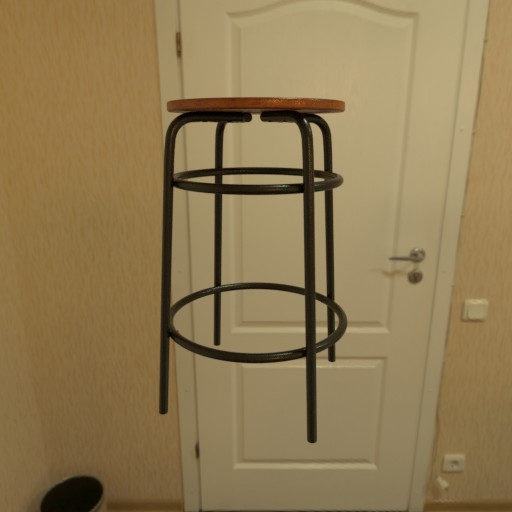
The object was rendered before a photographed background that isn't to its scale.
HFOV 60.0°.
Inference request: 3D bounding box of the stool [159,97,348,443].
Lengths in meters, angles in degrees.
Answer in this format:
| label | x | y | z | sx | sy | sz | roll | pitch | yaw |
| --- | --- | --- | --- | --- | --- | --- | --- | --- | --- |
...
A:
| label | x | y | z | sx | sy | sz | roll | pitch | yaw |
| --- | --- | --- | --- | --- | --- | --- | --- | --- | --- |
| stool | 0.000 | 0.000 | 0.931 | 0.455 | 0.610 | 0.455 | -9 | 18 | -28 |
